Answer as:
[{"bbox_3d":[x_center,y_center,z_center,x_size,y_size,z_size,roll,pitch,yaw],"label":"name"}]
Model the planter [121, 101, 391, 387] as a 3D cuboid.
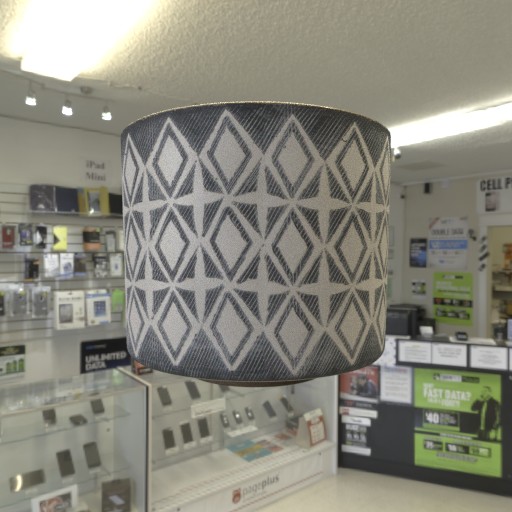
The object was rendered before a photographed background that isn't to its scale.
[{"bbox_3d":[0.000,0.000,0.330,0.192,0.165,0.192,0,0,0],"label":"planter"}]
